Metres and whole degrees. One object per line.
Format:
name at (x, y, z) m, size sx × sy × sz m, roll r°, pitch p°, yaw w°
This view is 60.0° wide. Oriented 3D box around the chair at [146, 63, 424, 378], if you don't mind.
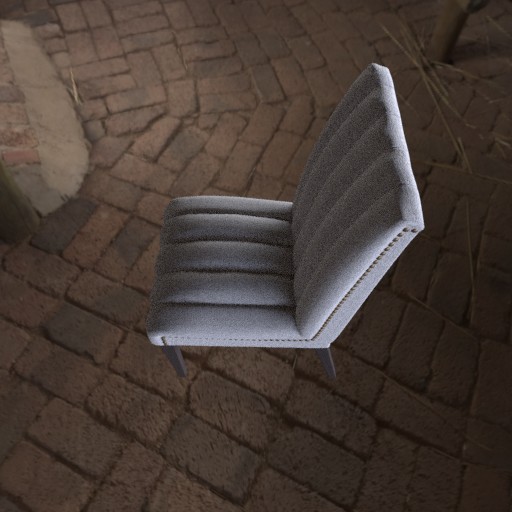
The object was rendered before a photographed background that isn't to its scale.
chair at (0.000, 0.000, 1.365) m, size 0.647 × 1.016 × 0.511 m, roll 1°, pitch 58°, yaw 1°
